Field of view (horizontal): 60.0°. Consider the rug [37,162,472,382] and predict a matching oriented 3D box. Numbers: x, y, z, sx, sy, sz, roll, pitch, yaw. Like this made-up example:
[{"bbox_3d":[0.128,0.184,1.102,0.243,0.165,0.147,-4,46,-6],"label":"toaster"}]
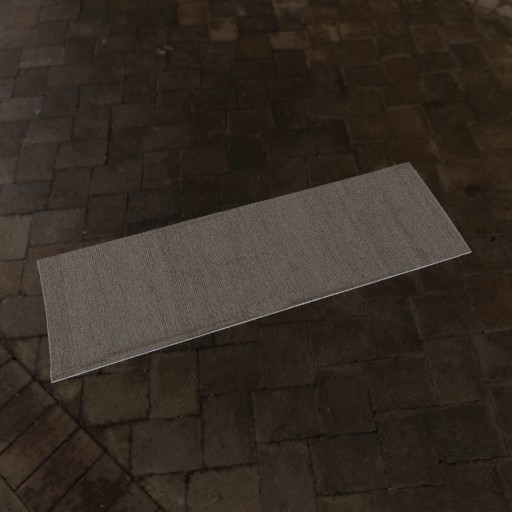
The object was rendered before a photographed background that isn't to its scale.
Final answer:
[{"bbox_3d":[0.000,0.000,2.545,2.390,0.014,0.741,-16,60,-9],"label":"rug"}]
